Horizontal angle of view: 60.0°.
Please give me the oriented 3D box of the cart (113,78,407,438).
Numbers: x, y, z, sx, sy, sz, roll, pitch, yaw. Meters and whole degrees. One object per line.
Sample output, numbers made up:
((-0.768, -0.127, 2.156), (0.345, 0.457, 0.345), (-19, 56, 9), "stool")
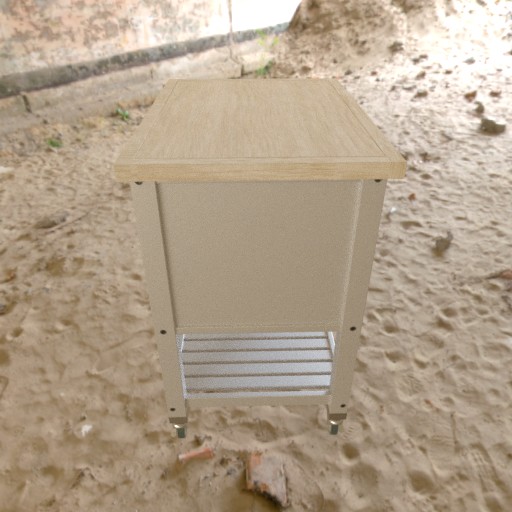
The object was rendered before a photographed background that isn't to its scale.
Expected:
((0.000, 0.000, 1.408), (0.559, 0.914, 0.762), (-1, 33, -1), "cart")
